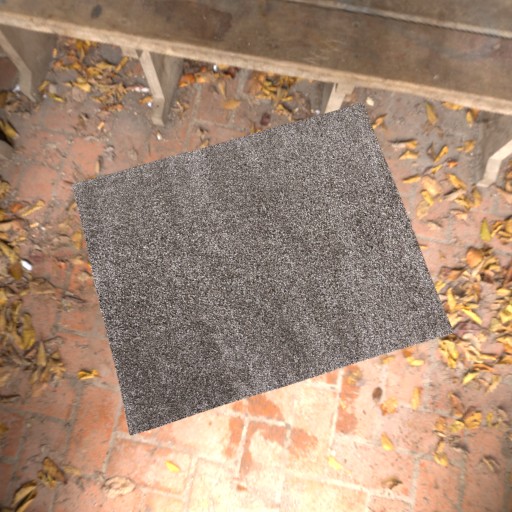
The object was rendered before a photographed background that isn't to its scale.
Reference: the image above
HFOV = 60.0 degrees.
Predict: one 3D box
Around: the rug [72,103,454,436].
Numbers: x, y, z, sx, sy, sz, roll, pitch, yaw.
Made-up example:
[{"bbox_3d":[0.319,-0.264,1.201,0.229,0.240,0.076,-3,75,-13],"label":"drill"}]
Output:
[{"bbox_3d":[0.000,0.000,4.149,3.000,0.025,2.401,-17,78,-4],"label":"rug"}]
